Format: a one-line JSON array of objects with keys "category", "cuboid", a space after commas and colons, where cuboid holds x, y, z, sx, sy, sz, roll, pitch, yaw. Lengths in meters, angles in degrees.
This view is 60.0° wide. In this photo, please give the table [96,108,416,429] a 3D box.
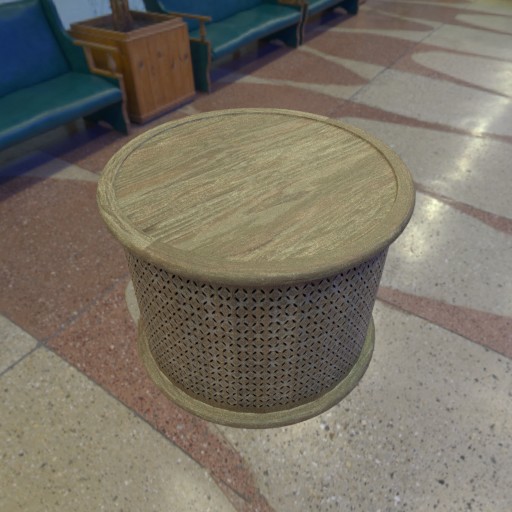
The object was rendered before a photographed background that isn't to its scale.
[{"category": "table", "cuboid": [0.000, 0.000, 1.013, 0.607, 0.450, 0.607, 0, 41, 0]}]
